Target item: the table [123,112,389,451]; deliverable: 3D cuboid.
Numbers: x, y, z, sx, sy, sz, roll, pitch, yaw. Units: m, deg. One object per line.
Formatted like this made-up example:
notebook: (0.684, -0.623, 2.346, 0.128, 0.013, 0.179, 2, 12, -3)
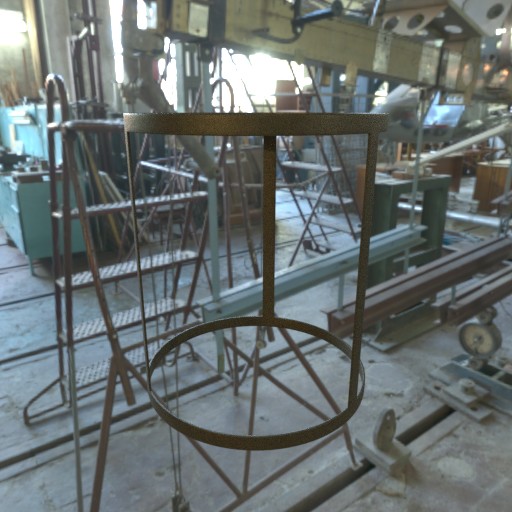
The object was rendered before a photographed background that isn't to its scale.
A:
table: (0.000, 0.000, 0.921, 0.480, 0.565, 0.480, 0, 18, 0)
